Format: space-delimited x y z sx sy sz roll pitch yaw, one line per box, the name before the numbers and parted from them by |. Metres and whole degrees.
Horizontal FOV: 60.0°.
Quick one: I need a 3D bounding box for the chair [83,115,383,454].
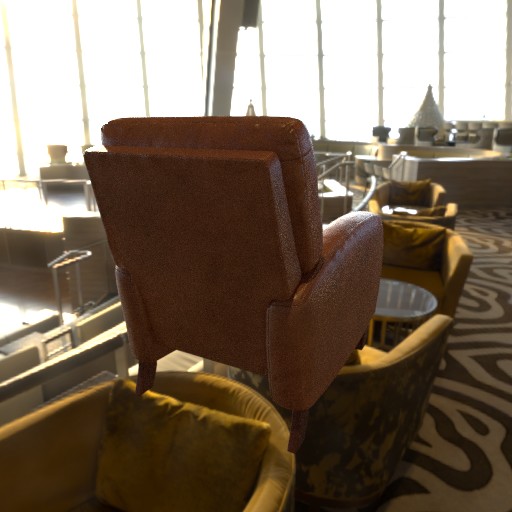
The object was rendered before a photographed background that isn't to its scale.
chair | 0.000 0.000 1.655 0.762 0.990 0.990 9 19 27
